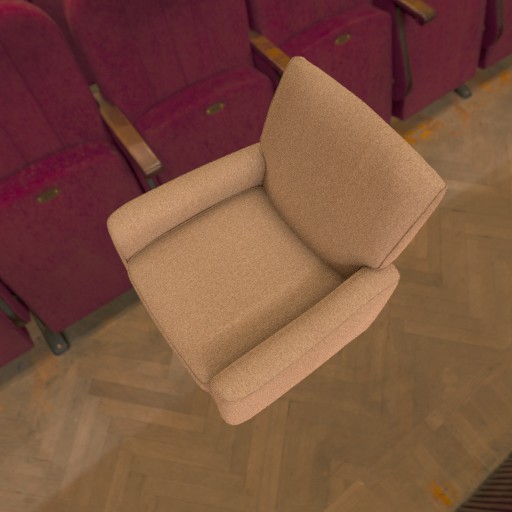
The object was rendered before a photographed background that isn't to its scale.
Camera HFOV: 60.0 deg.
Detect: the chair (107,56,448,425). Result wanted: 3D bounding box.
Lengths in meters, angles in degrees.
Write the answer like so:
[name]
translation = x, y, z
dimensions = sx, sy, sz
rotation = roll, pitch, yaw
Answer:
[chair]
translation = 0.000, 0.000, 1.641
dimensions = 0.864, 1.014, 0.848
rotation = -32, 66, -16
